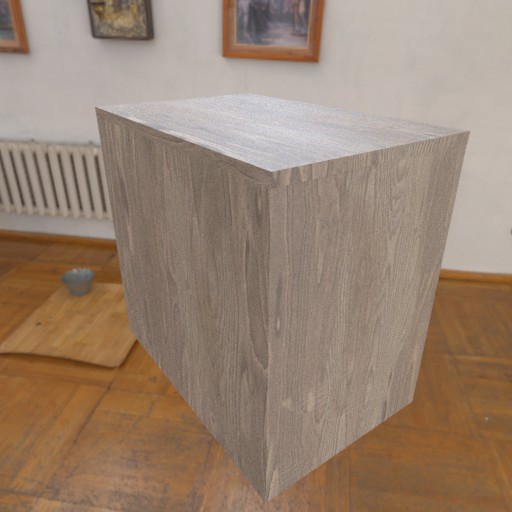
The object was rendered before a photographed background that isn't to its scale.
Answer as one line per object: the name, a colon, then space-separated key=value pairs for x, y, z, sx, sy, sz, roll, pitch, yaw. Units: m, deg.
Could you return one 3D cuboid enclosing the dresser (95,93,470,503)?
dresser: x=0.000 y=0.000 z=1.258 sx=0.529 sy=0.762 sz=0.809 roll=-18 pitch=32 yaw=-32
